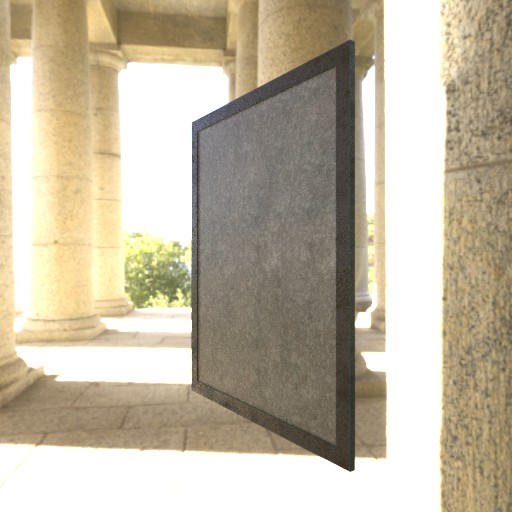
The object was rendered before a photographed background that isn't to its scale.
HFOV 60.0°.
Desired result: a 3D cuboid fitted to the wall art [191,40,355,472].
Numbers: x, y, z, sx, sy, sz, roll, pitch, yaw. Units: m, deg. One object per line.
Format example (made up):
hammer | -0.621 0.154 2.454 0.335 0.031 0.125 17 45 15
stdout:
wall art | 0.000 0.000 1.325 0.030 0.983 0.767 0 0 -36
